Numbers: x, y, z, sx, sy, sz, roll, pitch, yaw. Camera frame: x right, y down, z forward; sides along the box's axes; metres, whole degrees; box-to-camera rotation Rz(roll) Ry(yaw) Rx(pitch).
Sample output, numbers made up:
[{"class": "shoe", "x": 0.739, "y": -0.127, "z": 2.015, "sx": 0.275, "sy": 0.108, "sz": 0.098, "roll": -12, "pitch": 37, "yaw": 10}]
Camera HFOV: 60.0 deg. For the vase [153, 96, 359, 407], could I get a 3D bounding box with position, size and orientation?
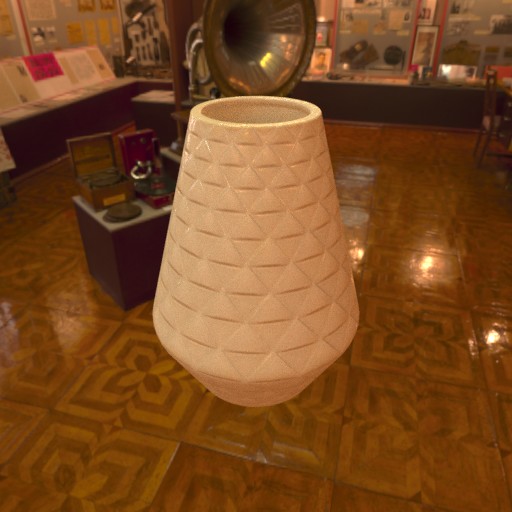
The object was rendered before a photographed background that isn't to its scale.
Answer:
[{"class": "vase", "x": 0.000, "y": 0.000, "z": 0.358, "sx": 0.175, "sy": 0.230, "sz": 0.175, "roll": 0, "pitch": 31, "yaw": 0}]
